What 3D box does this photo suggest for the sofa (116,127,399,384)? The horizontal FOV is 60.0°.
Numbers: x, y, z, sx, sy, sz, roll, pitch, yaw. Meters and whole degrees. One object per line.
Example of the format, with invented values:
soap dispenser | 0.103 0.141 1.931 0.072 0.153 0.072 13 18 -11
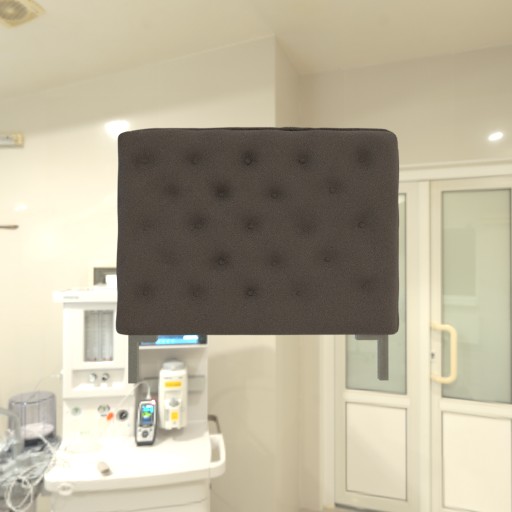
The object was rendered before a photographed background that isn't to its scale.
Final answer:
sofa | 0.000 0.000 2.133 0.909 0.810 1.583 0 -1 -1
